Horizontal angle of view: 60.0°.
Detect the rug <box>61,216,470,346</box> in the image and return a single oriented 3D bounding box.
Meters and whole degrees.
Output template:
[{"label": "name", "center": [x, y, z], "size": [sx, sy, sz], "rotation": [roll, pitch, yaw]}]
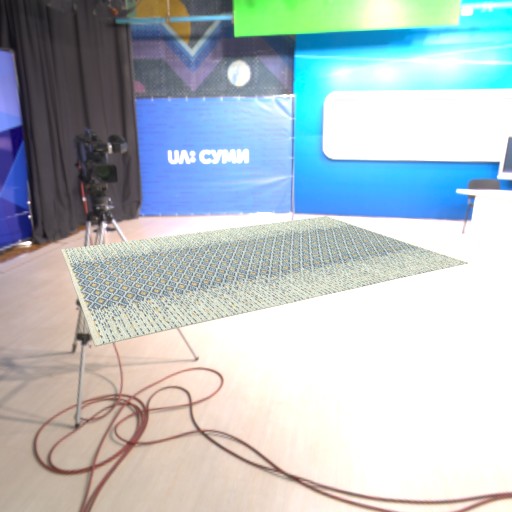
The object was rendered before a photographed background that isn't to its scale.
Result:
[{"label": "rug", "center": [0.000, 0.000, 2.368], "size": [1.828, 0.005, 1.219], "rotation": [-9, 20, -26]}]
